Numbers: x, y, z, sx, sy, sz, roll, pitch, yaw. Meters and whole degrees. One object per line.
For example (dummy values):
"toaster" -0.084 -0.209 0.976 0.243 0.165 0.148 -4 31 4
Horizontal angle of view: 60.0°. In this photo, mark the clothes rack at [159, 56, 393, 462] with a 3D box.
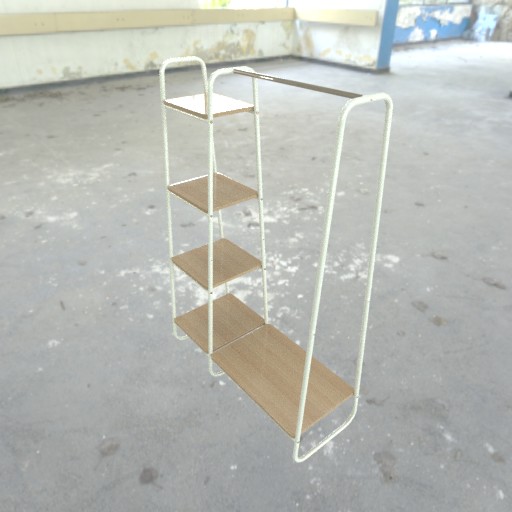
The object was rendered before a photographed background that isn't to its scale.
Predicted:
"clothes rack" 0.000 0.000 1.937 0.400 1.500 1.011 -23 38 -33
